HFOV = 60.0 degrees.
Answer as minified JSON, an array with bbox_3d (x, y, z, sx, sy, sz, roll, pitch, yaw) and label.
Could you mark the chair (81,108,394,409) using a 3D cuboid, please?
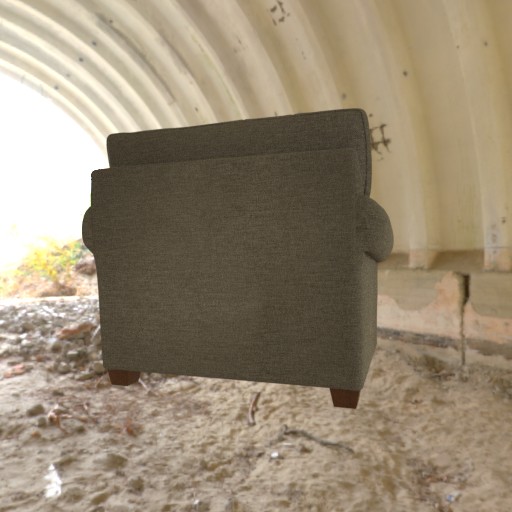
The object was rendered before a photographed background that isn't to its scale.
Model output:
[{"bbox_3d":[0.000,0.000,1.853,1.092,0.961,0.965,0,-1,18],"label":"chair"}]
